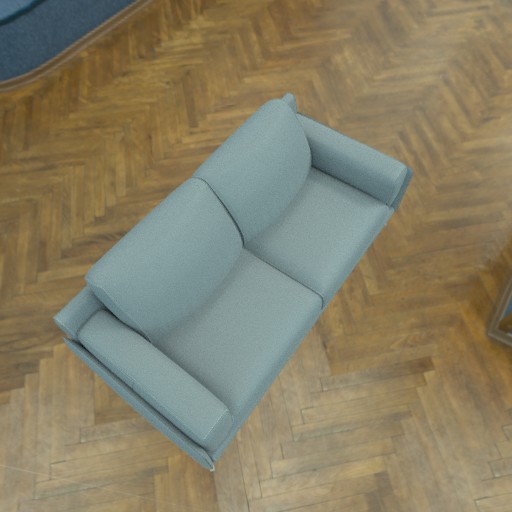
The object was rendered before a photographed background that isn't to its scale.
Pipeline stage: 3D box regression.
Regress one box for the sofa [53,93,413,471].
[{"bbox_3d":[0.000,0.000,2.596,0.969,0.900,2.100,32,64,18],"label":"sofa"}]
